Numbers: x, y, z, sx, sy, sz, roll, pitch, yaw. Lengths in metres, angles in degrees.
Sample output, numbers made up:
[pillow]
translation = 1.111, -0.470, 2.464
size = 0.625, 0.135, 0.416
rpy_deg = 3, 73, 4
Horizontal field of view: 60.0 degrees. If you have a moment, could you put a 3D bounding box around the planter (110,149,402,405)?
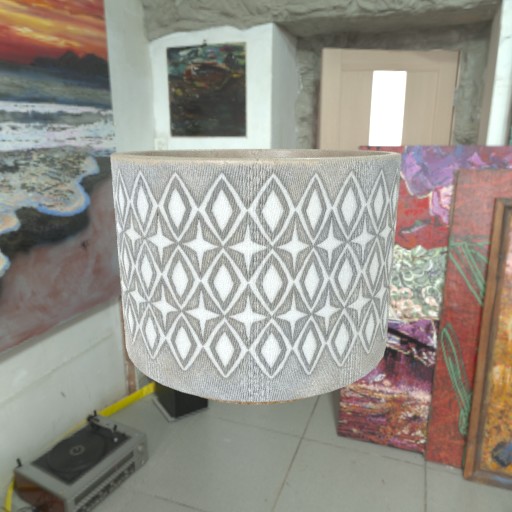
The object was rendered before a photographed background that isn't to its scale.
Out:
[planter]
translation = 0.000, 0.000, 0.278
size = 0.164, 0.127, 0.164
rpy_deg = 0, 15, 0
